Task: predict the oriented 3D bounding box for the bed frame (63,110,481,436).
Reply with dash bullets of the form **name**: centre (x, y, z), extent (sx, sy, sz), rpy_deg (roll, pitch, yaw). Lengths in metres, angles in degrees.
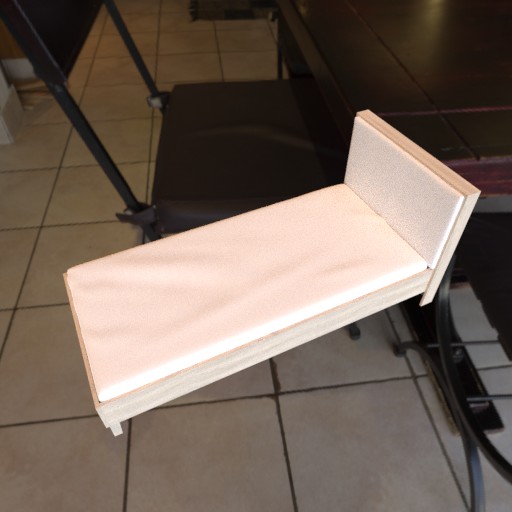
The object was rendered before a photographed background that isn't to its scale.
- **bed frame**: centre (0.000, 0.000, 2.633), extent (2.140, 0.920, 0.990), rpy_deg (-19, 48, -18)
